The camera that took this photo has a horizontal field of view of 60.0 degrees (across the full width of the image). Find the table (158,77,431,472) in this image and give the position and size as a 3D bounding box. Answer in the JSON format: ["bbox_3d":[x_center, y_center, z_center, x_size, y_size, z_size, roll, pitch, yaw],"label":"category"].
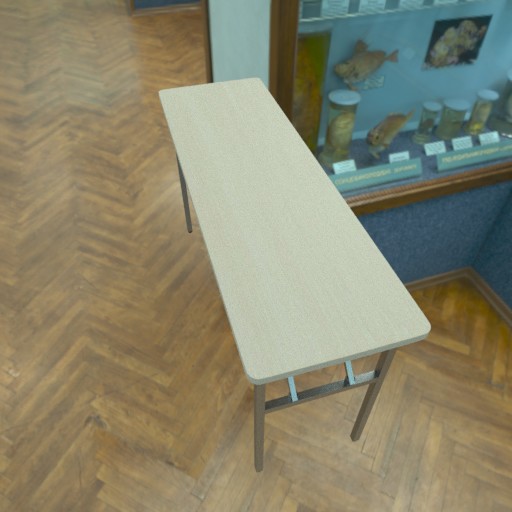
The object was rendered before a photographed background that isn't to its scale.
[{"bbox_3d":[0.000,0.000,1.708,0.446,0.750,1.397,-12,47,-12],"label":"table"}]
